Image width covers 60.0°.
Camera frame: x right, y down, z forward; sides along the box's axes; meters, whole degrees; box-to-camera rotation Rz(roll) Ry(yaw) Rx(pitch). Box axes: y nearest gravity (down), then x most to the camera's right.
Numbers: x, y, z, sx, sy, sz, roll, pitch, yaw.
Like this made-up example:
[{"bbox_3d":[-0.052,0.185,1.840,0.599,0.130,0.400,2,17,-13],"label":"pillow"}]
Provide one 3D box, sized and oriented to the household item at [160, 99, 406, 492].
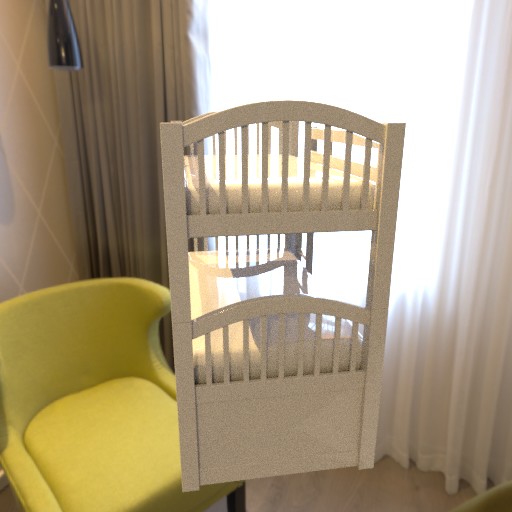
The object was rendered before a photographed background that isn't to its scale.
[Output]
[{"bbox_3d":[0.000,0.000,3.170,1.143,2.032,2.032,-3,17,-9],"label":"household item"}]
